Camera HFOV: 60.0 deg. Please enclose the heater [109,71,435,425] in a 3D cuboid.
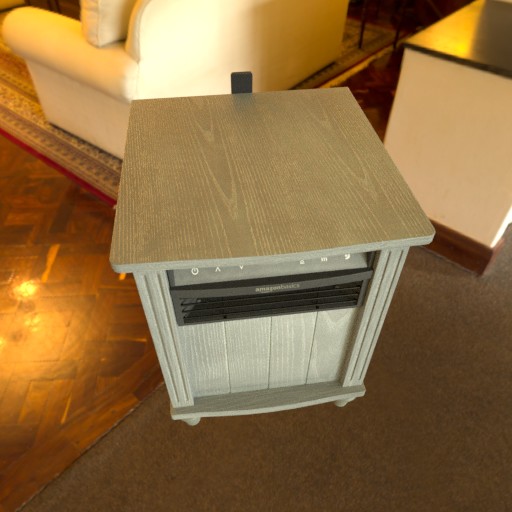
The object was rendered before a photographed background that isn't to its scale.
[{"bbox_3d":[0.000,0.000,0.759,0.362,0.481,0.400,-5,46,-5],"label":"heater"}]
